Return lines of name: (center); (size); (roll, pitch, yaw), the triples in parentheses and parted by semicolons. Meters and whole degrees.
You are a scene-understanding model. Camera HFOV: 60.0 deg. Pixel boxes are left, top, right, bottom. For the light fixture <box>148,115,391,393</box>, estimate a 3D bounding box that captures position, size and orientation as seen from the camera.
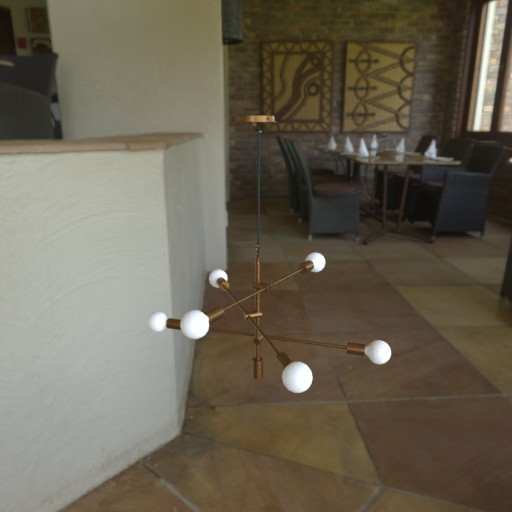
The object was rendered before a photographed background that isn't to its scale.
light fixture: (0.000, 0.000, 1.236); (0.637, 0.744, 0.682); (-15, 22, -42)
